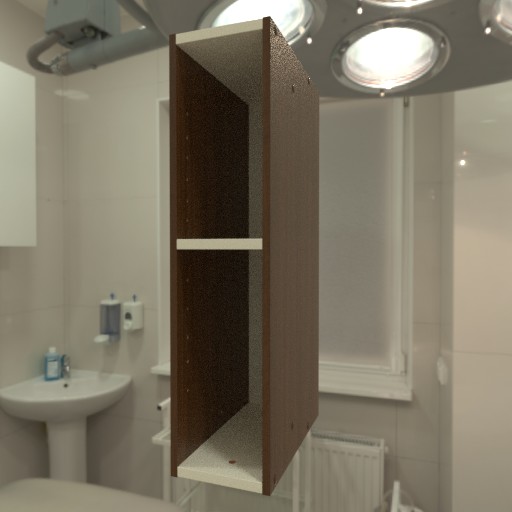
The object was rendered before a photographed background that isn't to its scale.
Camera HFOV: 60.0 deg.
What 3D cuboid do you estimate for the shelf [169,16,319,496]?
[{"bbox_3d":[0.000,0.000,0.714,0.147,0.600,0.290,0,1,20],"label":"shelf"}]
